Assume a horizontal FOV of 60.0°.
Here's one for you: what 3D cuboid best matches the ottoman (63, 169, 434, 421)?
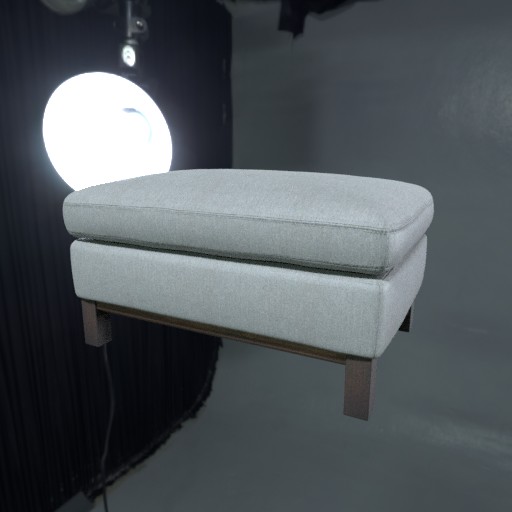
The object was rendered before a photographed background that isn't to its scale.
[{"bbox_3d":[0.000,0.000,1.053,0.735,0.404,0.528,7,15,27],"label":"ottoman"}]
